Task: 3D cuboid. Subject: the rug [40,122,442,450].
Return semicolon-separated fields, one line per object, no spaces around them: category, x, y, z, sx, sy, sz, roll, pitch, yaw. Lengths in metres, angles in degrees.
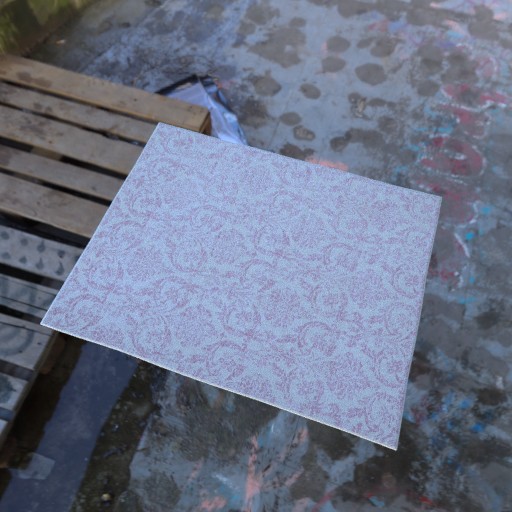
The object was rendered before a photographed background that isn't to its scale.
rug;0.000;0.000;3.973;2.980;0.012;2.363;17;64;9
